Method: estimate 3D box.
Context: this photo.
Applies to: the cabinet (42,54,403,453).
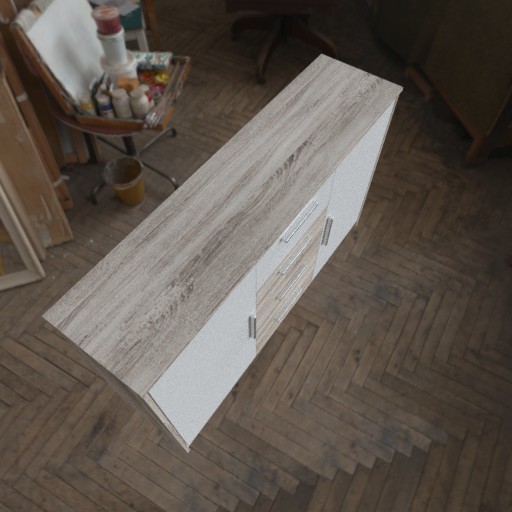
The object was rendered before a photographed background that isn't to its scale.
[{"bbox_3d":[0.000,0.000,1.829,0.380,0.900,1.450,31,63,18],"label":"cabinet"}]
